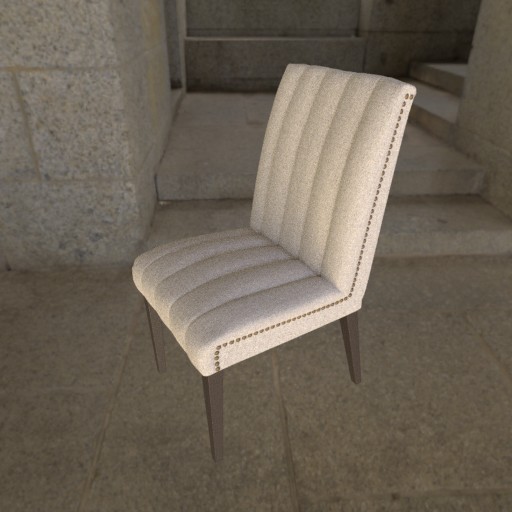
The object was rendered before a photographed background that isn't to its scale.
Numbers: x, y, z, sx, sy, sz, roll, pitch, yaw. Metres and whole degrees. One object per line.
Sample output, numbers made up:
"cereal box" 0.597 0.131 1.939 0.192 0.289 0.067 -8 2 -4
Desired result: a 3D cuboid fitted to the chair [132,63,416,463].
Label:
"chair" 0.000 0.000 1.350 0.647 1.016 0.511 -17 34 -28
